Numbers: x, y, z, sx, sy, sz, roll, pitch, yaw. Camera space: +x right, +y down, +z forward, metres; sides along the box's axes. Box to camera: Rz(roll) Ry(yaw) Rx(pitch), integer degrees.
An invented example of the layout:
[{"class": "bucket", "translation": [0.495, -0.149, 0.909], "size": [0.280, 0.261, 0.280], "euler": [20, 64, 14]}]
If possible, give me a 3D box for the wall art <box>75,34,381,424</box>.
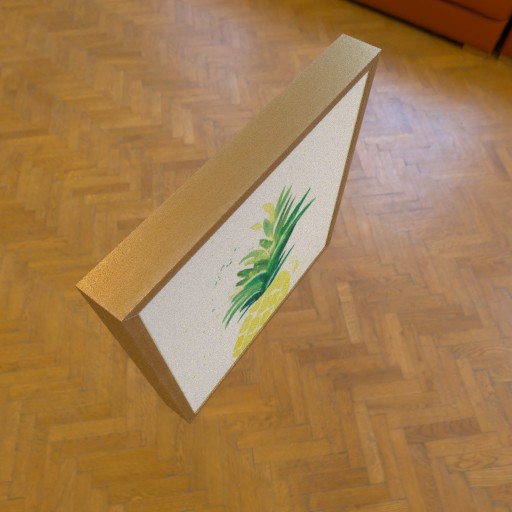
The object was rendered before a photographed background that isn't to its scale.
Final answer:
[{"class": "wall art", "translation": [0.000, 0.000, 0.447], "size": [0.038, 0.305, 0.306], "euler": [32, 64, 18]}]
